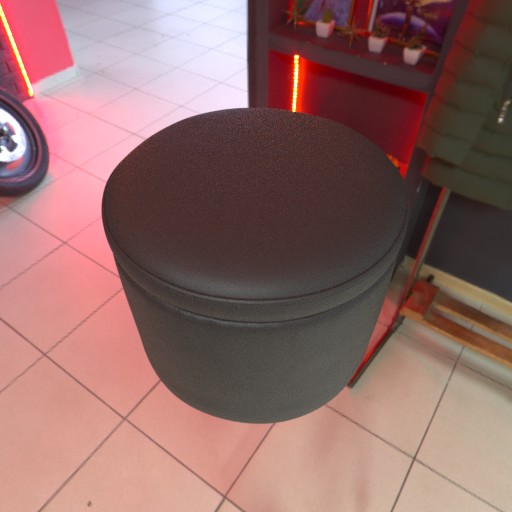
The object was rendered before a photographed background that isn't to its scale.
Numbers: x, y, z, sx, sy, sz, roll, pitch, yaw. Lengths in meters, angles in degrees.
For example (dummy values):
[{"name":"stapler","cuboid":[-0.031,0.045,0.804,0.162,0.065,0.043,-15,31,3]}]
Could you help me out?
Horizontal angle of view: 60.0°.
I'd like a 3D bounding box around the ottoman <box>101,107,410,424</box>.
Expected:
[{"name":"ottoman","cuboid":[0.000,0.000,0.851,0.500,0.409,0.500,0,46,0]}]
